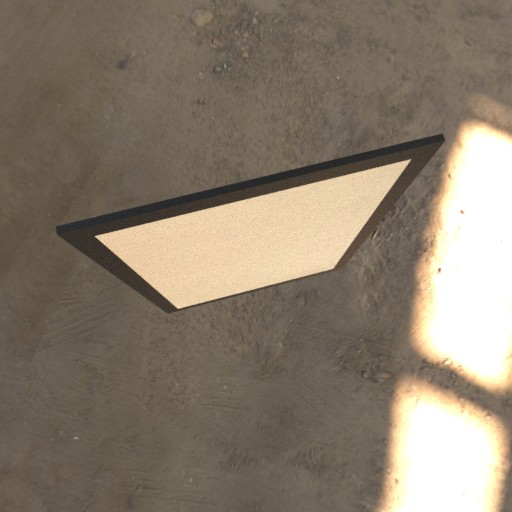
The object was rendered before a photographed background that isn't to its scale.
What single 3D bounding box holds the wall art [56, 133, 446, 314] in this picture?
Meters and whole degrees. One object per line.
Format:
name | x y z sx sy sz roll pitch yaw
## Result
wall art | 0.000 0.000 0.674 0.379 0.530 0.008 -14 75 -4
